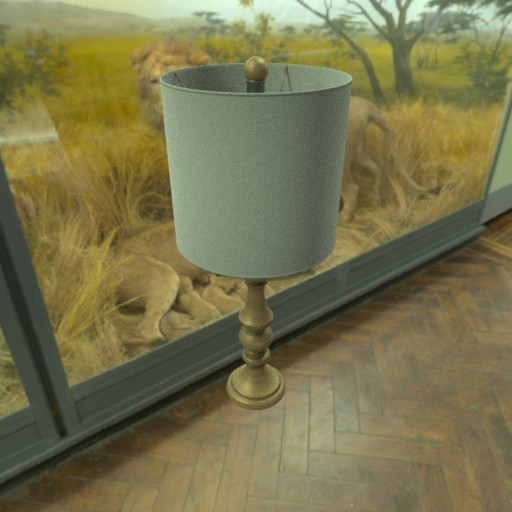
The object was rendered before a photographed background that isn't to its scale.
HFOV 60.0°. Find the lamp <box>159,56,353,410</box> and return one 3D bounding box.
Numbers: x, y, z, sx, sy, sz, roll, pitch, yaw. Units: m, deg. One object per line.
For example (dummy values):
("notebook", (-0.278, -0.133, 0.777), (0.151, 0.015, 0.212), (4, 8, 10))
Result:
("lamp", (0.000, 0.000, 0.724), (0.250, 0.597, 0.250), (12, 32, 19))
